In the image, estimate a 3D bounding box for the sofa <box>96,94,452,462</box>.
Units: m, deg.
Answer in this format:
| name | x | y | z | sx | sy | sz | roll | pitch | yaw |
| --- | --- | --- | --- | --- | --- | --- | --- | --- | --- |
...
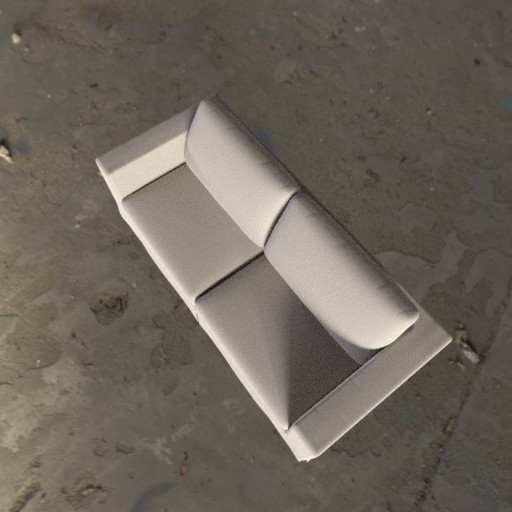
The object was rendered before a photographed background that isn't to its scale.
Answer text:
| name | x | y | z | sx | sy | sz | roll | pitch | yaw |
| --- | --- | --- | --- | --- | --- | --- | --- | --- | --- |
| sofa | 0.000 | 0.000 | 2.701 | 0.954 | 0.881 | 2.163 | -34 | 68 | -15 |
